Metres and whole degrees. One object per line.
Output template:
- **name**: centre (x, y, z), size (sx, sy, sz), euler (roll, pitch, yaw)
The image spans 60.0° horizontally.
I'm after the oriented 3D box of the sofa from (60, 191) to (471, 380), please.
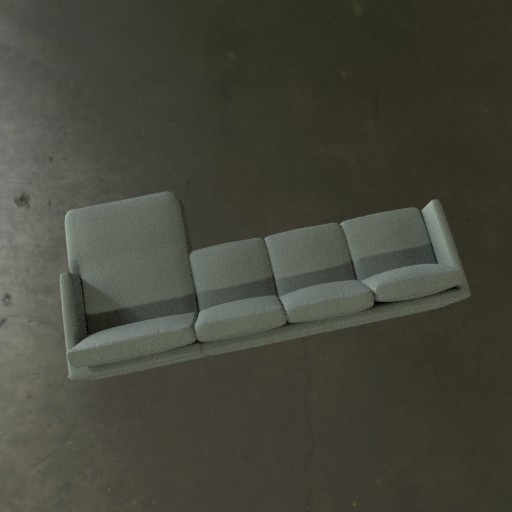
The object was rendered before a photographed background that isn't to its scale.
- **sofa**: centre (0.000, 0.000, 4.130), size (3.471, 0.950, 1.604), euler (-11, 76, -3)
